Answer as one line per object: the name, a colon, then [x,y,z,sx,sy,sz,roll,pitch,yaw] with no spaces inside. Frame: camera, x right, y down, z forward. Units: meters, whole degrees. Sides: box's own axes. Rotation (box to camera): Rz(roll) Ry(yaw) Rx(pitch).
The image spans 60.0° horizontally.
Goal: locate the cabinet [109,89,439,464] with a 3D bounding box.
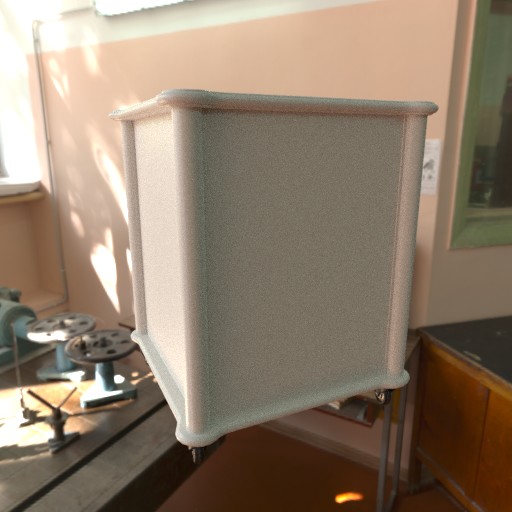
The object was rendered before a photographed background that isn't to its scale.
cabinet: [0.000,0.000,1.191,0.628,0.761,0.627,-7,16,-25]
